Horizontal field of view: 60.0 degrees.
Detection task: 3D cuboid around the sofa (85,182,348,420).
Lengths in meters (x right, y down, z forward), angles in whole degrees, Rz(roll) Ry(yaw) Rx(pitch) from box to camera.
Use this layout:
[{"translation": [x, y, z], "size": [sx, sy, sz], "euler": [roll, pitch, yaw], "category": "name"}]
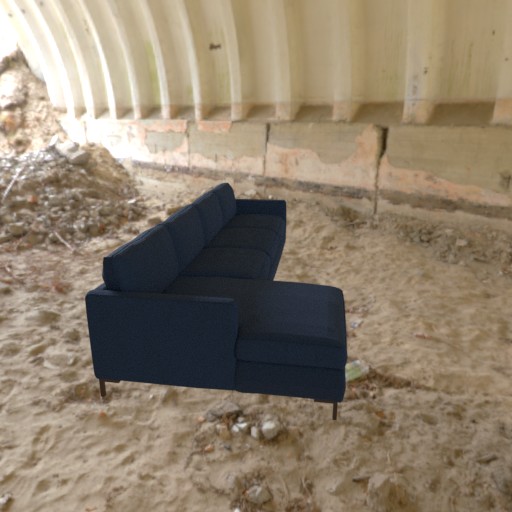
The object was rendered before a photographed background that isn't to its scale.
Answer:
[{"translation": [0.000, 0.000, 2.984], "size": [1.128, 0.679, 2.450], "euler": [3, 17, 8], "category": "sofa"}]
